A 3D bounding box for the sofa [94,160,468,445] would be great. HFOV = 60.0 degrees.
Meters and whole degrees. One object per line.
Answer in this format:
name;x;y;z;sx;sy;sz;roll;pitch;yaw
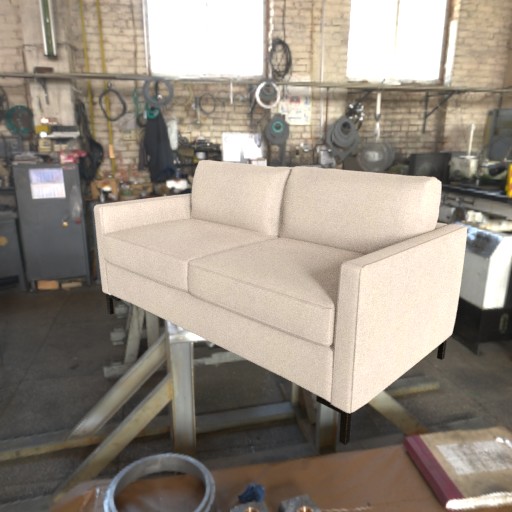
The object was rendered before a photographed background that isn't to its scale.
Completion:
sofa;0.000;0.000;2.170;1.682;0.840;0.875;15;21;42
